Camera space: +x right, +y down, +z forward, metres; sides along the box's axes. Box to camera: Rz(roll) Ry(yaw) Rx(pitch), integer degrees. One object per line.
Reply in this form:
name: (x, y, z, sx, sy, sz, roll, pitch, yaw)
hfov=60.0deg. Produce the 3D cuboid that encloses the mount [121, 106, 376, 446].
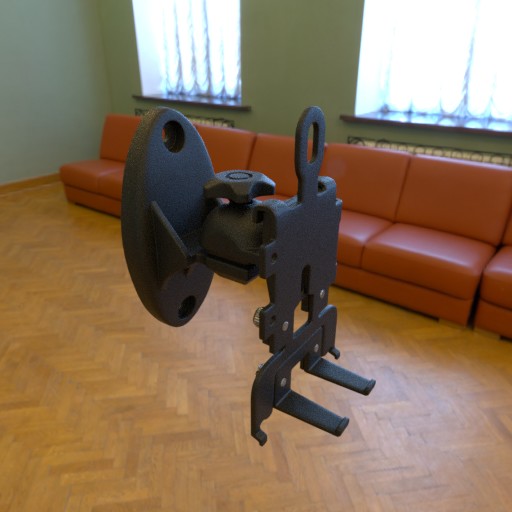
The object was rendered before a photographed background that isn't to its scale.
mount: (0.000, 0.000, 0.178, 0.100, 0.118, 0.066, 17, 30, 32)
